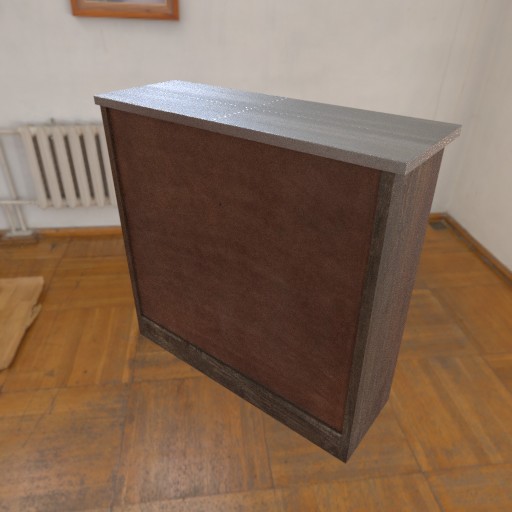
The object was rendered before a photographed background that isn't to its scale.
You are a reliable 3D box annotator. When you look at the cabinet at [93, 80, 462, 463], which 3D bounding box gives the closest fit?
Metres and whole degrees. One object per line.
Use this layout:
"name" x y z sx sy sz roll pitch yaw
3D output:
"cabinet" 0.000 0.000 1.417 0.968 0.919 0.338 22 37 32
